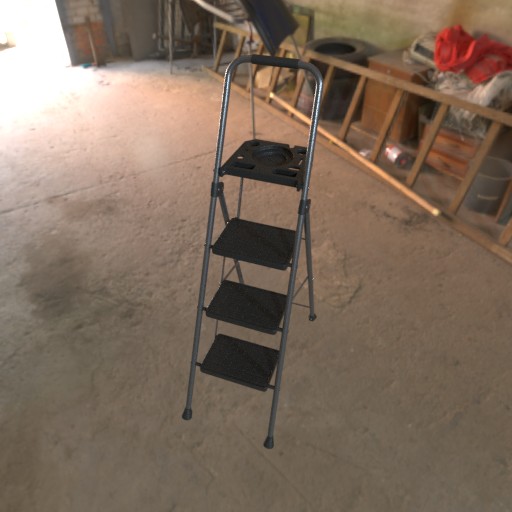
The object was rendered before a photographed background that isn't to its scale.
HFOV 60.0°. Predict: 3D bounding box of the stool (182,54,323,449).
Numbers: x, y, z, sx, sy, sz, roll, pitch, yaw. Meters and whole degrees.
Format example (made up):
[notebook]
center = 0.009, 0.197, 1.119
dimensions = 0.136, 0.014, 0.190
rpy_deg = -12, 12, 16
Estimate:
[stool]
center = 0.000, 0.000, 1.605
dimensions = 0.396, 1.277, 0.733
rpy_deg = 13, 43, 15
